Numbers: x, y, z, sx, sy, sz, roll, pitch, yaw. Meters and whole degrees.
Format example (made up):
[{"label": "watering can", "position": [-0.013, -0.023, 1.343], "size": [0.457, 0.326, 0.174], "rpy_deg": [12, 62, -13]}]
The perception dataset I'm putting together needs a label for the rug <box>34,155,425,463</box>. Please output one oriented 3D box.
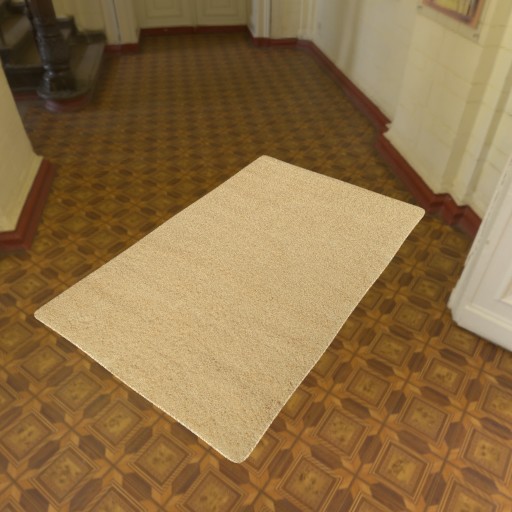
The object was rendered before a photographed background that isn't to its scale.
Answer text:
[{"label": "rug", "position": [0.000, 0.000, 2.955], "size": [1.500, 0.026, 2.349], "rpy_deg": [25, 47, 26]}]
